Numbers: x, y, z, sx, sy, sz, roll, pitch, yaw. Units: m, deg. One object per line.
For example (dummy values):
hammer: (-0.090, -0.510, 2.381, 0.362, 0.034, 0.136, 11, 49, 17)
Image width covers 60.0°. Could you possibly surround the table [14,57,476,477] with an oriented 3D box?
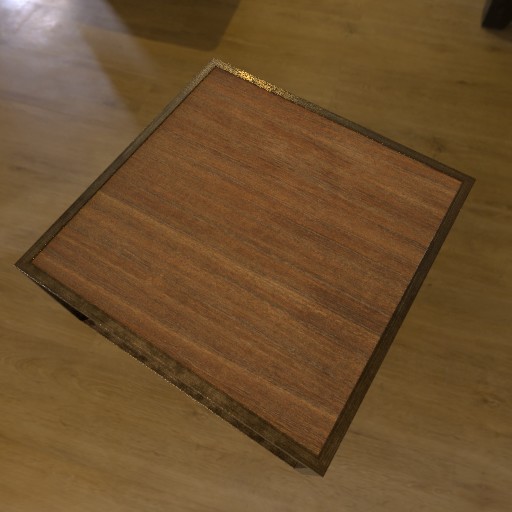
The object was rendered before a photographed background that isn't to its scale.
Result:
table: (0.000, 0.000, 1.401, 0.909, 0.451, 0.899, 30, 68, 13)
